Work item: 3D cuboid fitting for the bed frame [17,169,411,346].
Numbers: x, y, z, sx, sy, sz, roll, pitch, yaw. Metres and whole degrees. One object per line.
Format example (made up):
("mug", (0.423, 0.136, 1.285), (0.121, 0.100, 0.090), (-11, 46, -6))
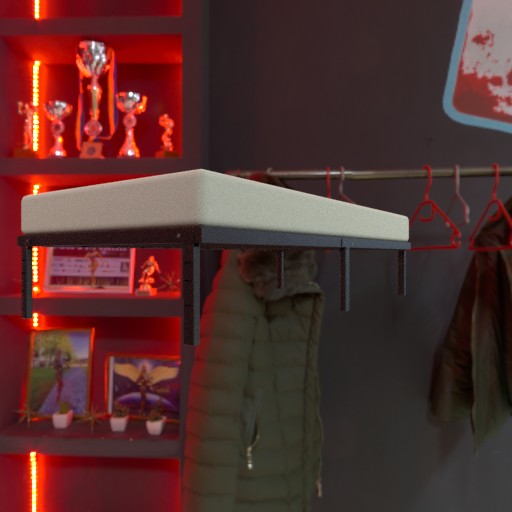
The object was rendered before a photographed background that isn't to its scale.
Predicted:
("bed frame", (0.000, 0.000, 3.122), (1.393, 0.680, 2.635), (0, 0, 36))
